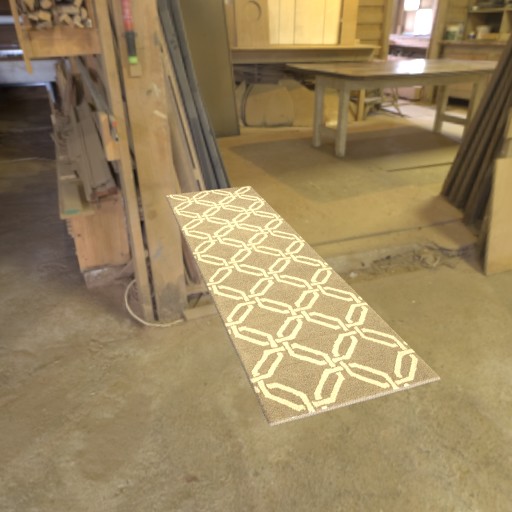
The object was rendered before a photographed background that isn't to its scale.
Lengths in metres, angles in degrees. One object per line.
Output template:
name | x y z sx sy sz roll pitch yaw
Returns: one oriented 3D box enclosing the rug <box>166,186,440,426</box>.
rug | 0.000 0.000 2.501 0.678 0.014 2.276 -9 29 -16
